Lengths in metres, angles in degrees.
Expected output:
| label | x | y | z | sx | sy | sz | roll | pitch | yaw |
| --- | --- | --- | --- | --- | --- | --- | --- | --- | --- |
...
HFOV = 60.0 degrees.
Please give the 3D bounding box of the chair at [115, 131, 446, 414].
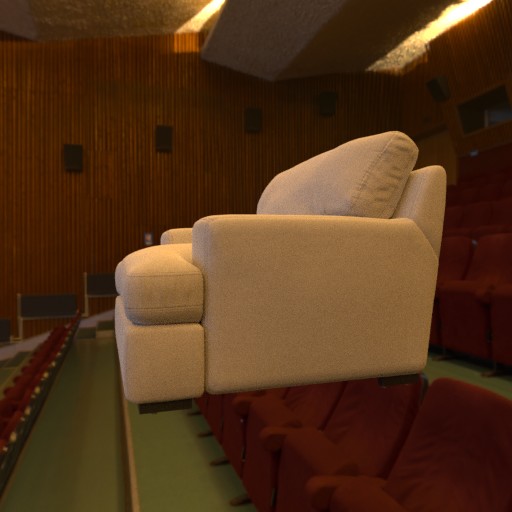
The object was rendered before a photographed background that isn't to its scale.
| label | x | y | z | sx | sy | sz | roll | pitch | yaw |
| --- | --- | --- | --- | --- | --- | --- | --- | --- | --- |
| chair | 0.000 | 0.000 | 1.947 | 1.158 | 0.930 | 1.140 | 0 | 0 | -19 |
